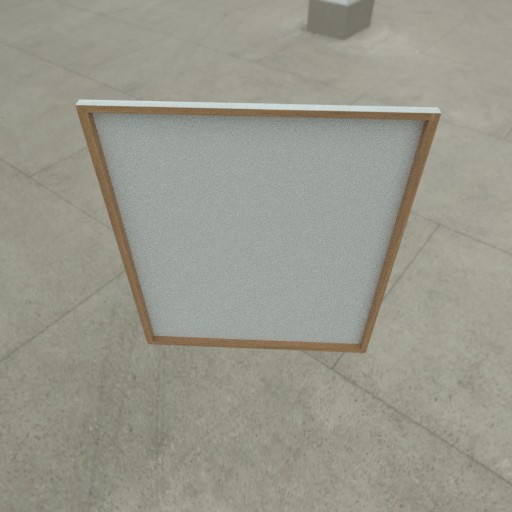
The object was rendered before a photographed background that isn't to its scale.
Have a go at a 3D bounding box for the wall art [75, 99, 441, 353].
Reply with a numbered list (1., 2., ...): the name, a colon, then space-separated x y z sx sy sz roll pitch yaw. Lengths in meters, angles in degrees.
1. wall art: 0.000 0.000 0.994 0.609 0.710 0.021 2 45 2
